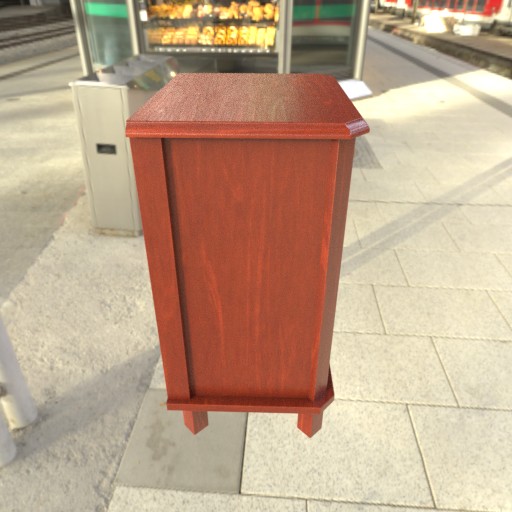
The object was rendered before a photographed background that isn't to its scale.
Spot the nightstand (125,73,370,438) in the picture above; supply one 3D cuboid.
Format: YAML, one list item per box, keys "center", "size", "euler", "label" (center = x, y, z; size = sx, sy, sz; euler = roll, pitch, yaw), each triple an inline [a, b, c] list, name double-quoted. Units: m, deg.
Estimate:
- center: [0.000, 0.000, 0.965]
  size: [0.351, 0.681, 0.435]
  euler: [1, 31, 2]
  label: "nightstand"
